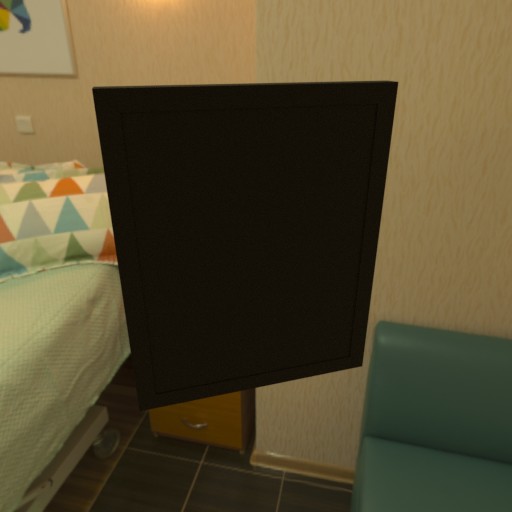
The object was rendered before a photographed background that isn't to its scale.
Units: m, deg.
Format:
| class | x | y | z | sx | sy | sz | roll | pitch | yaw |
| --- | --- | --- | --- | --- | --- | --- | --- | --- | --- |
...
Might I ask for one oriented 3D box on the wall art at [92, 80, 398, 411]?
| class | x | y | z | sx | sy | sz | roll | pitch | yaw |
| --- | --- | --- | --- | --- | --- | --- | --- | --- | --- |
| wall art | 0.000 | 0.000 | 0.771 | 0.457 | 0.559 | 0.033 | -7 | 26 | -15 |
